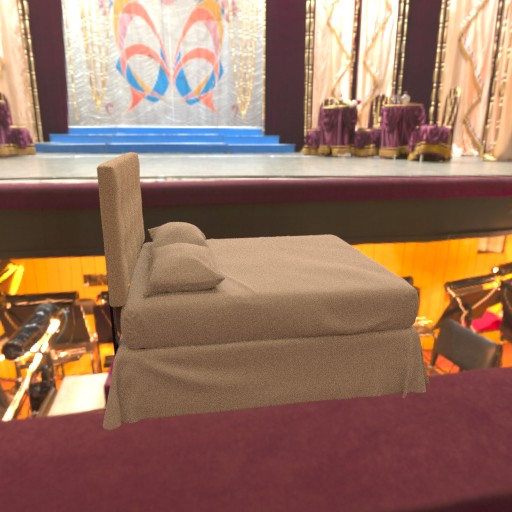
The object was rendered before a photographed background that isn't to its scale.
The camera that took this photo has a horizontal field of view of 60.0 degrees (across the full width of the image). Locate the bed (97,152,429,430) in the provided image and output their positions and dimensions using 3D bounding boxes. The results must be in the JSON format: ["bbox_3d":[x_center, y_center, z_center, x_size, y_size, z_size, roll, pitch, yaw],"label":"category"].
[{"bbox_3d":[0.000,0.000,3.568,2.222,1.577,1.936,-3,16,-9],"label":"bed"}]
